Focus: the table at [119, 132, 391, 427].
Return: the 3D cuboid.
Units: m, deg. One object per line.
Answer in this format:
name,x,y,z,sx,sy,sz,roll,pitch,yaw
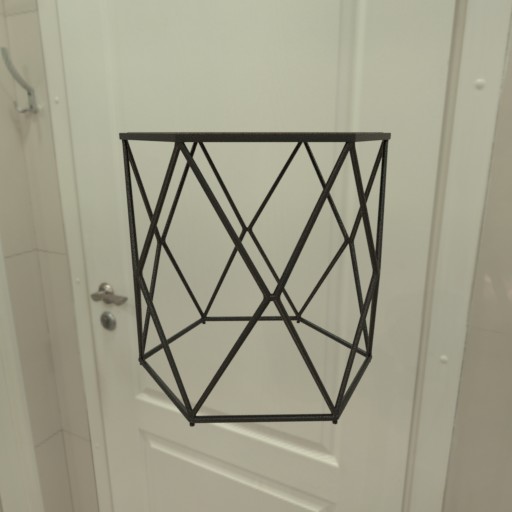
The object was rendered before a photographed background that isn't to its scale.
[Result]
table,0.000,0.000,1.049,0.579,0.564,0.578,8,18,26
